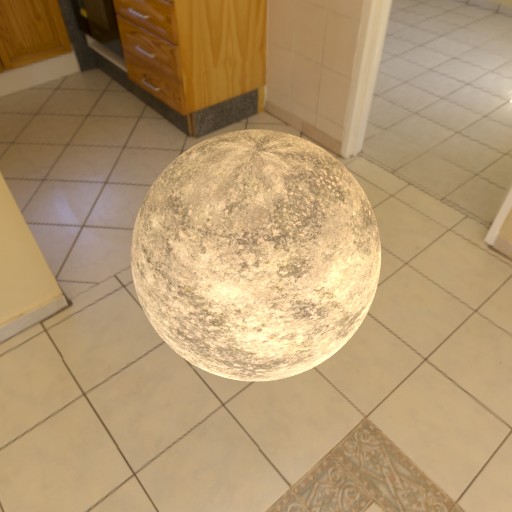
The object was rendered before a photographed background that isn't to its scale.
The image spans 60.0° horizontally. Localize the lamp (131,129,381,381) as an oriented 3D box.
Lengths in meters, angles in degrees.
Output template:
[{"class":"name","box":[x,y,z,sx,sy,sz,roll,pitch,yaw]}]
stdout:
[{"class":"lamp","box":[0.000,0.000,0.777,0.422,0.429,0.422,0,46,0]}]
